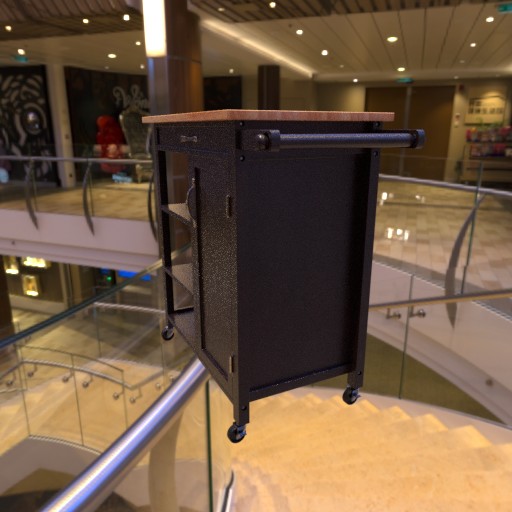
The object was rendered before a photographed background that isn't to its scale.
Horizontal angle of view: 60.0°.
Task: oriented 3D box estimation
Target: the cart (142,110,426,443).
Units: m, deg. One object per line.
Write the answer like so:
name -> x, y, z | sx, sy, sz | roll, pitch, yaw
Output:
cart -> 0.000, 0.000, 1.449 | 0.472, 0.878, 0.914 | -8, 18, -26
